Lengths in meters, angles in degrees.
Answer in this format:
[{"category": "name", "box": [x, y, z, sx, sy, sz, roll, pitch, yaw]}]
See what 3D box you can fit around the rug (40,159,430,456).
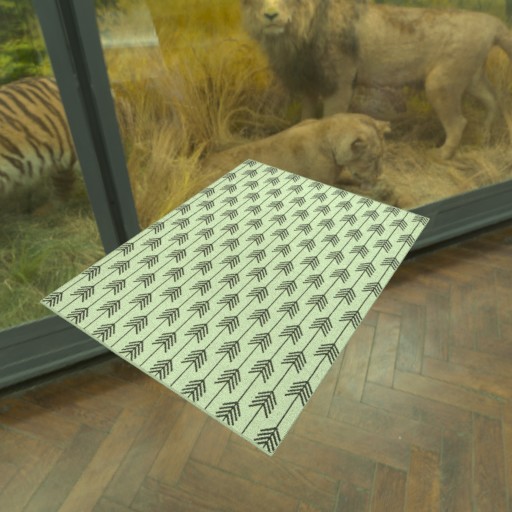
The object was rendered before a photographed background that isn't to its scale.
[{"category": "rug", "box": [0.000, 0.000, 4.188, 2.330, 0.010, 3.061, 24, 46, 26]}]
